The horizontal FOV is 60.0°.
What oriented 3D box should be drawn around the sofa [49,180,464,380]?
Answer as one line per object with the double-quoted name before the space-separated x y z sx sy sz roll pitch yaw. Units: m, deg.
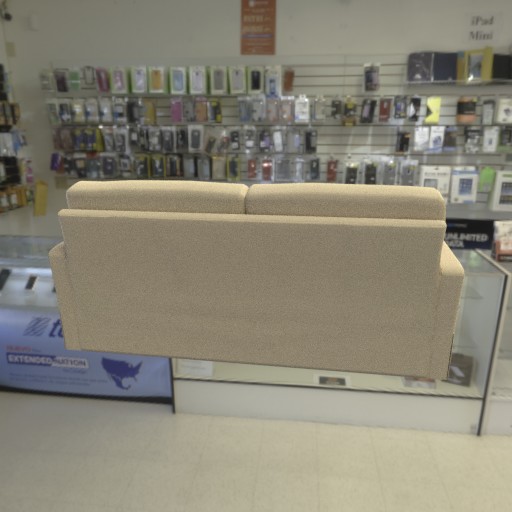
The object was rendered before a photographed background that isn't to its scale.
"sofa" 0.000 0.000 2.286 1.808 0.831 0.894 2 16 8
